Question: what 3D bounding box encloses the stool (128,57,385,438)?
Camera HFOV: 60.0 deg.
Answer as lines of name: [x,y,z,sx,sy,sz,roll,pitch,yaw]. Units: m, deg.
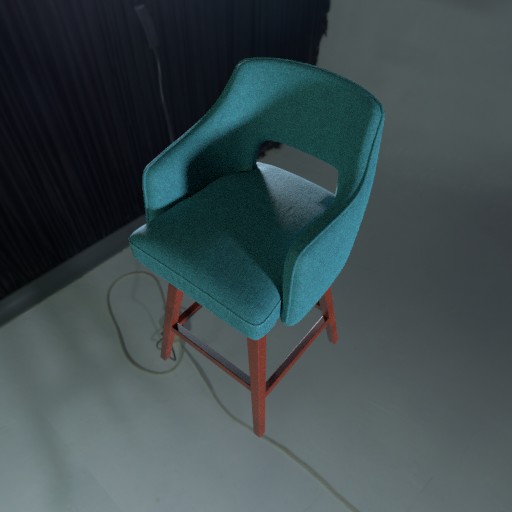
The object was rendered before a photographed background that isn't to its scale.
stool: [0.000,0.000,1.334,0.548,0.961,0.556,31,54,26]
